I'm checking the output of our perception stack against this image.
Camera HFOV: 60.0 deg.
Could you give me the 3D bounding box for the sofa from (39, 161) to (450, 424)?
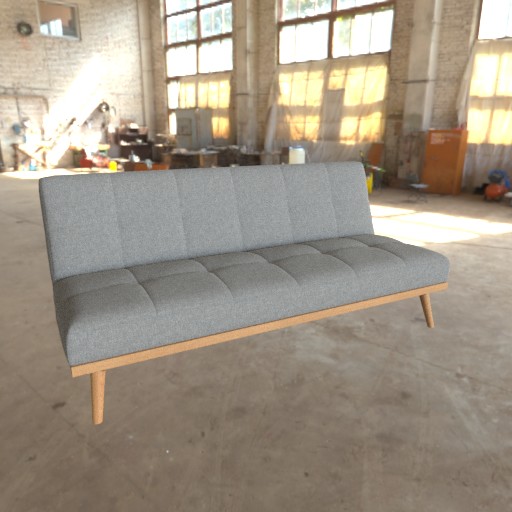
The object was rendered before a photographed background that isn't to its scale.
[{"bbox_3d":[0.000,0.000,2.151,1.820,0.800,0.800,-8,18,-26],"label":"sofa"}]
